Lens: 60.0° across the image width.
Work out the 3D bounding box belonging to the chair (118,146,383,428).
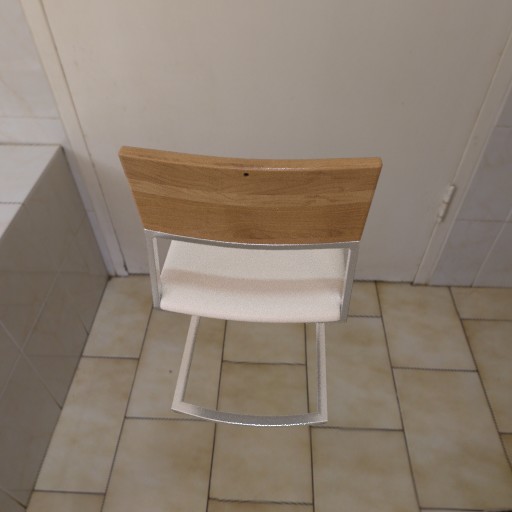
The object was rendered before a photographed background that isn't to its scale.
[{"bbox_3d":[0.000,0.000,1.192,0.467,0.844,0.585,3,46,3],"label":"chair"}]
